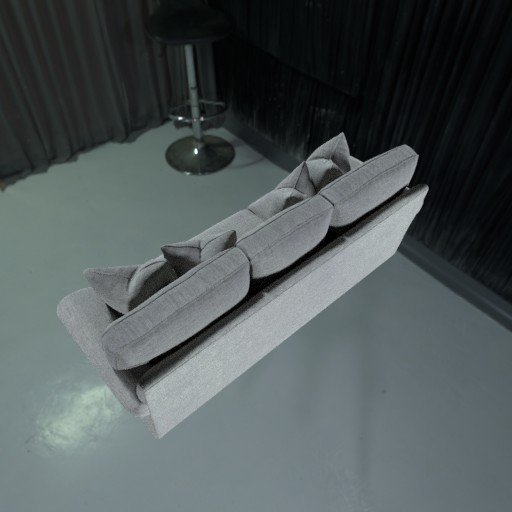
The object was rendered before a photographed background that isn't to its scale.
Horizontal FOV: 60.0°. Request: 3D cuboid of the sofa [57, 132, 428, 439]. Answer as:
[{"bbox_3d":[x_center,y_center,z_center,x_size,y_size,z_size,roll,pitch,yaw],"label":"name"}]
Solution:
[{"bbox_3d":[0.000,0.000,2.828,2.312,0.975,0.965,-33,55,-27],"label":"sofa"}]
